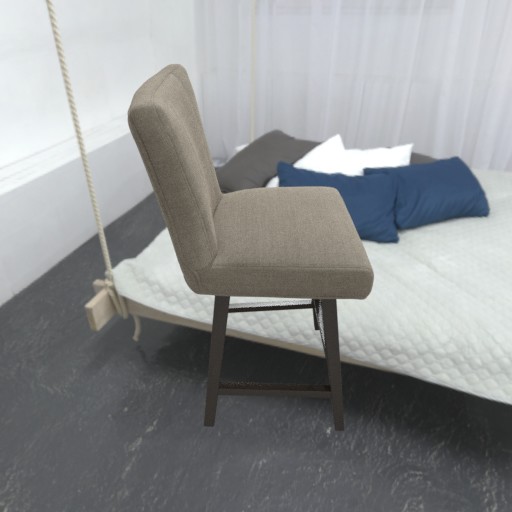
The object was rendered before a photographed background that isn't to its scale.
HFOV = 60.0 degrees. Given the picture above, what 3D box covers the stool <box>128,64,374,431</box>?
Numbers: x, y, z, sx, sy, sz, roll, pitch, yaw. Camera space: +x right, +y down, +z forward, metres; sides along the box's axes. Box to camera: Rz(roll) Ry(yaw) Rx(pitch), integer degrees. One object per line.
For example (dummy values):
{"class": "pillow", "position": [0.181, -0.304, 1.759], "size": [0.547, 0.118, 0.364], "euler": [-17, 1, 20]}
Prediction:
{"class": "stool", "position": [0.000, 0.000, 1.327], "size": [0.574, 1.000, 0.514], "euler": [-1, 32, -1]}
